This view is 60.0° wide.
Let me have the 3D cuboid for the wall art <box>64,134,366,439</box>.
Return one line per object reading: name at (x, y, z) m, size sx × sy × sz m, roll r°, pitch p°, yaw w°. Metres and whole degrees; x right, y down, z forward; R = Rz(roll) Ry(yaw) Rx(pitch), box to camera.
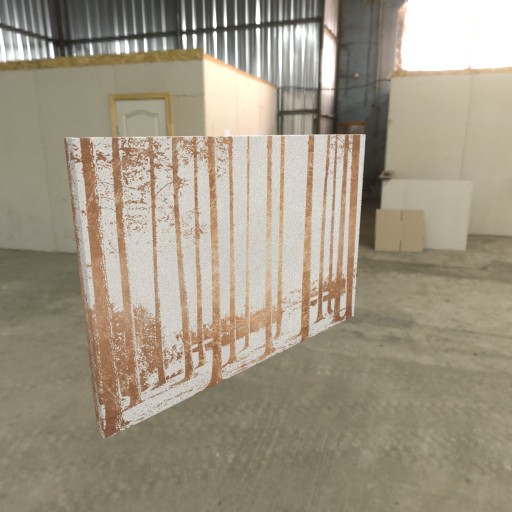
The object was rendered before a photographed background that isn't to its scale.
wall art at (0.000, 0.000, 1.161) m, size 0.914 × 0.609 × 0.035 m, roll -15°, pitch 22°, yaw -42°
